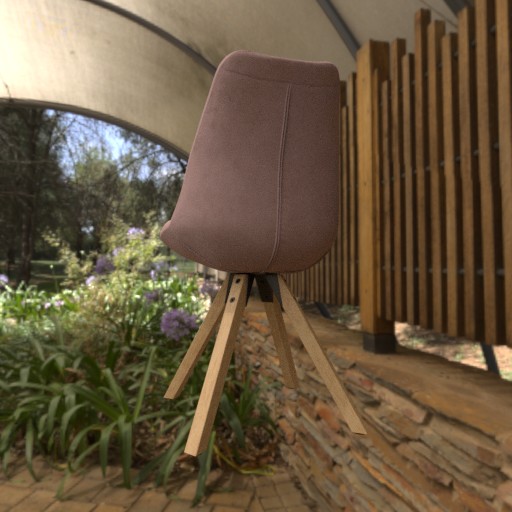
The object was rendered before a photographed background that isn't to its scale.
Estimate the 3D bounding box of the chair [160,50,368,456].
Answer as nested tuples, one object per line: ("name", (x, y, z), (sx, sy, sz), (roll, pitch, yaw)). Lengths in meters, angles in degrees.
("chair", (0.000, 0.000, 1.186), (0.485, 0.850, 0.550), (1, -2, -18))
